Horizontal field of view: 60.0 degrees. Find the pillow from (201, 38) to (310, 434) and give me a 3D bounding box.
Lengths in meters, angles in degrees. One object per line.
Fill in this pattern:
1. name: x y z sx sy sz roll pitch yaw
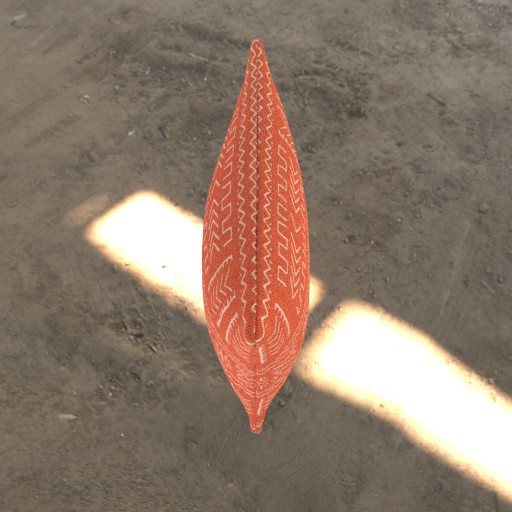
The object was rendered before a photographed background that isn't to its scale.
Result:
1. pillow: 0.000 0.000 0.669 0.164 0.429 0.438 0 59 0
